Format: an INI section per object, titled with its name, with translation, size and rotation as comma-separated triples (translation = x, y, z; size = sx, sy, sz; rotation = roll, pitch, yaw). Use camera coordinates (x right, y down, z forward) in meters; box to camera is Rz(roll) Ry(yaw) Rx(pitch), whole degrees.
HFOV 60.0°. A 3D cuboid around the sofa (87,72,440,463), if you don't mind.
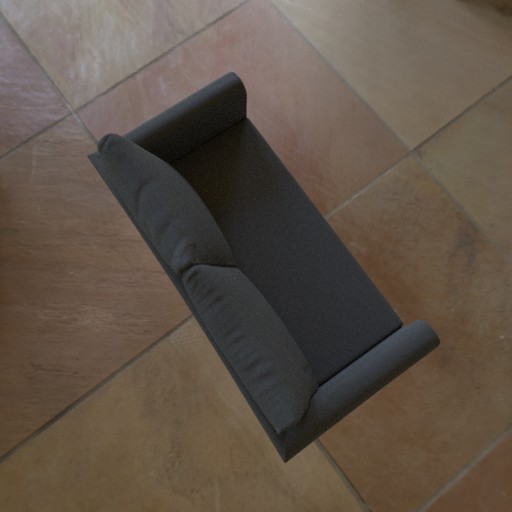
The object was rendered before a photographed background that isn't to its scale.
[sofa]
translation = 0.000, 0.000, 1.951
size = 0.741, 0.872, 1.460
rotation = -33, 78, -8
